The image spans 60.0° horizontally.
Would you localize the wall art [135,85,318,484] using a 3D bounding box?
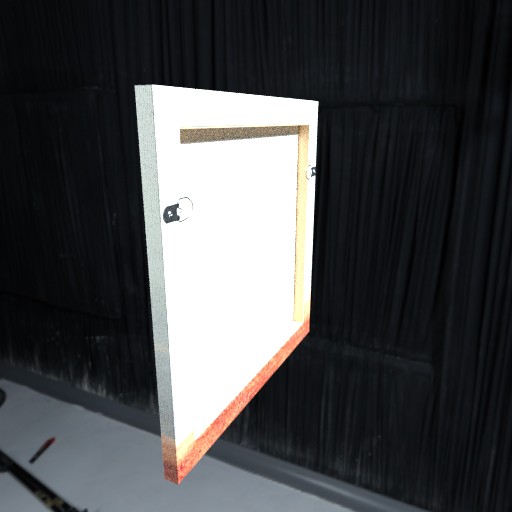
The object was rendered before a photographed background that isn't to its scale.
[{"bbox_3d":[0.000,0.000,1.118,0.042,0.760,0.760,9,19,26],"label":"wall art"}]
